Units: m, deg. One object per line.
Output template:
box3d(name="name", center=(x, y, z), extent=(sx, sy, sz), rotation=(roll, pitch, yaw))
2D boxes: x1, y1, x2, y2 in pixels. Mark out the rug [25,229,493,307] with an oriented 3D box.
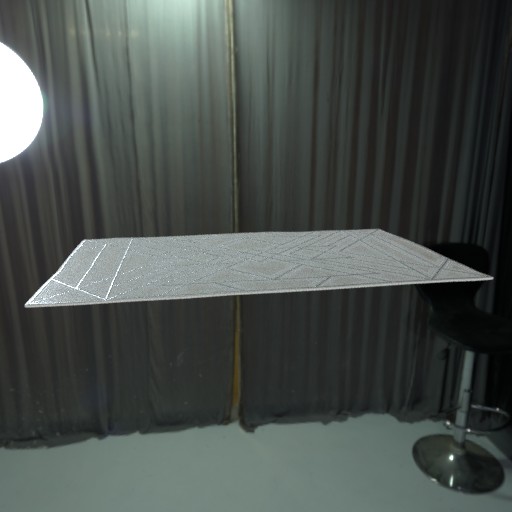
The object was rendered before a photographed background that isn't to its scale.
box3d(name="rug", center=(0.000, 0.000, 1.046), extent=(0.869, 0.008, 0.511), rotation=(-3, 15, -10))
